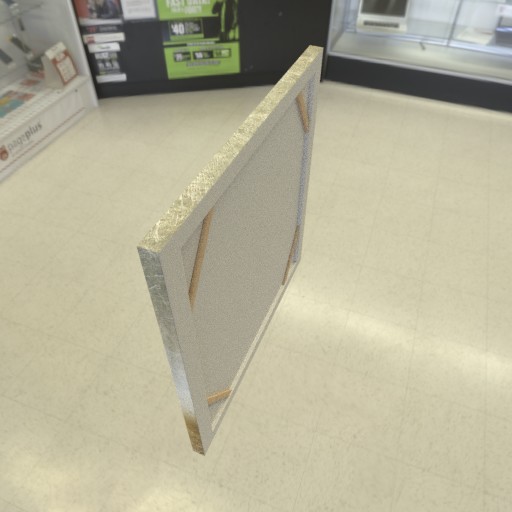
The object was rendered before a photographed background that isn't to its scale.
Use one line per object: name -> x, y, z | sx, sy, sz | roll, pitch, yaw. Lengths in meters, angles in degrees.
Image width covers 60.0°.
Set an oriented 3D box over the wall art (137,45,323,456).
wall art -> 0.000, 0.000, 1.614 | 0.051, 1.091, 1.092 | 17, 49, 16
